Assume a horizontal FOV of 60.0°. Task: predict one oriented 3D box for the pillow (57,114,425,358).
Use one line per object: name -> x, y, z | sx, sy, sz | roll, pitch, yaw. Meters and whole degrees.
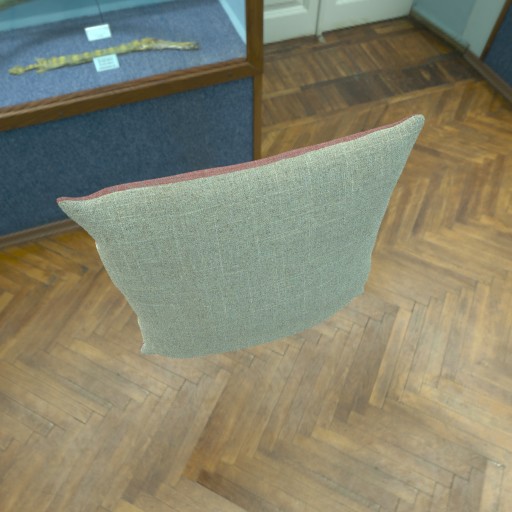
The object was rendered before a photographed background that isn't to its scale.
pillow -> 0.000, 0.000, 0.669 | 0.439, 0.427, 0.182 | -15, 58, -9
